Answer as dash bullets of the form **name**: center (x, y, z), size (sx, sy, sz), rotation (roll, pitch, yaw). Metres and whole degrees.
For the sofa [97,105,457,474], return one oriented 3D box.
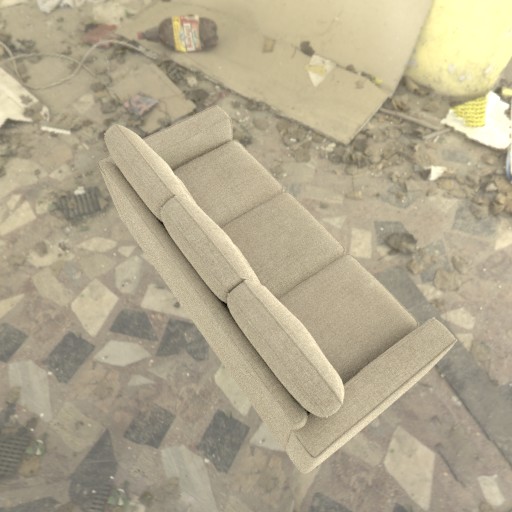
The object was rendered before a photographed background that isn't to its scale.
- **sofa**: center (0.000, 0.000, 2.595), size (0.939, 0.965, 2.133), rotation (-32, 63, -18)
